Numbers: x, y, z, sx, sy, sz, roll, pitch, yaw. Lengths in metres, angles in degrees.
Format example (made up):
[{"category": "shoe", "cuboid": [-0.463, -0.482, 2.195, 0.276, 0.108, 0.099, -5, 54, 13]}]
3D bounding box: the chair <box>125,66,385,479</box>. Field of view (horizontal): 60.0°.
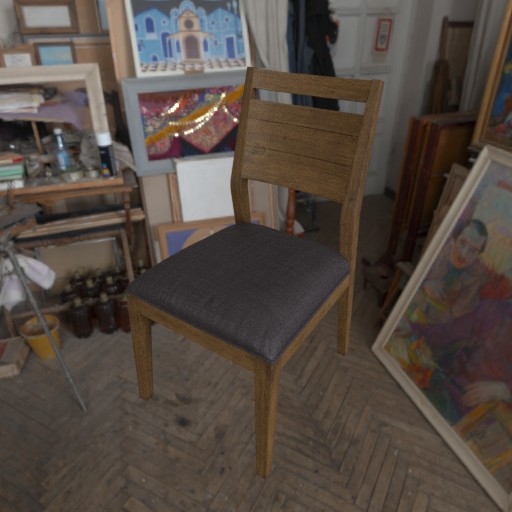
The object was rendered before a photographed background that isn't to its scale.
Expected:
[{"category": "chair", "cuboid": [0.000, 0.000, 1.293, 0.501, 0.939, 0.610, 20, 36, 30]}]
